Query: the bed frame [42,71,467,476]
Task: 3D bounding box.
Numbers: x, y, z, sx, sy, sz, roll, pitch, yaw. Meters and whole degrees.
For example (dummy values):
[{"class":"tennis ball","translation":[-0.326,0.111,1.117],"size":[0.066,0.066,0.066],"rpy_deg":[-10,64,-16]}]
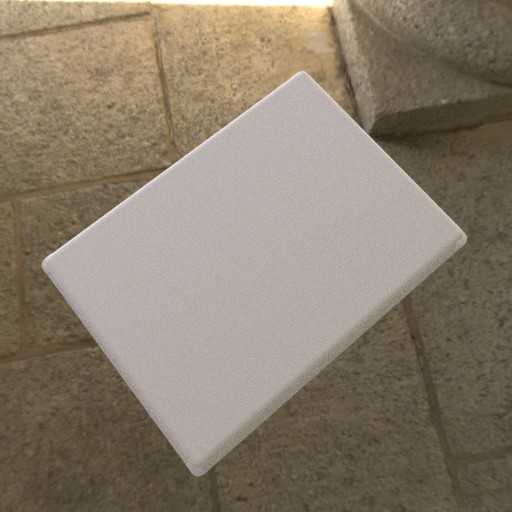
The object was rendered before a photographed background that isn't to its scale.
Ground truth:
[{"class":"bed frame","translation":[0.000,0.000,2.526],"size":[1.900,0.406,1.400],"rpy_deg":[-39,79,-9]}]
